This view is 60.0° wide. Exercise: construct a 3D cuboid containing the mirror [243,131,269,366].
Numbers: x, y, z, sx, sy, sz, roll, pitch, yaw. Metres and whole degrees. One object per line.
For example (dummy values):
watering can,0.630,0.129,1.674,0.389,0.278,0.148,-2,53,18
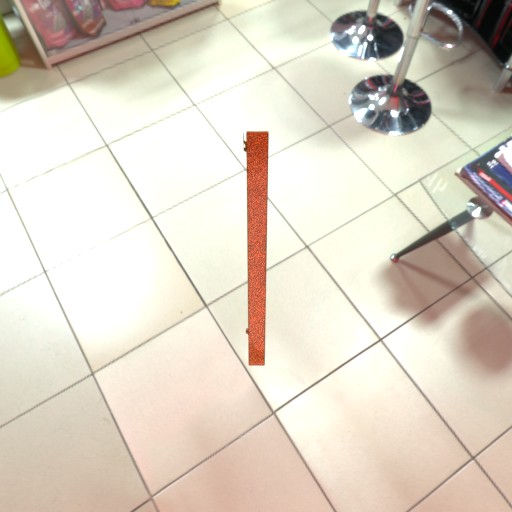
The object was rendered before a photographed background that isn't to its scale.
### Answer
mirror,0.000,0.000,0.851,0.032,0.679,0.419,0,63,0
